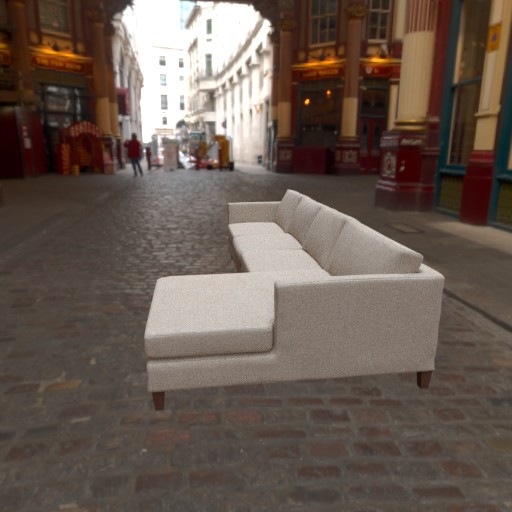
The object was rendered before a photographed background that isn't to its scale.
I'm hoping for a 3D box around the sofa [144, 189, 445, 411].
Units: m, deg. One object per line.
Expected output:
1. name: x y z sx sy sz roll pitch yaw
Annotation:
1. sofa: 0.000 0.000 3.851 1.625 0.846 3.186 -2 15 -8
